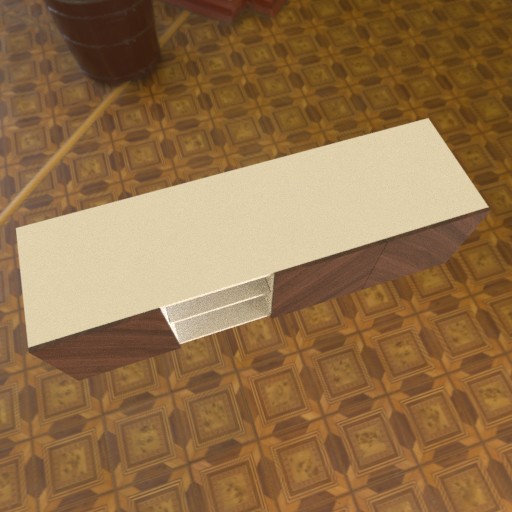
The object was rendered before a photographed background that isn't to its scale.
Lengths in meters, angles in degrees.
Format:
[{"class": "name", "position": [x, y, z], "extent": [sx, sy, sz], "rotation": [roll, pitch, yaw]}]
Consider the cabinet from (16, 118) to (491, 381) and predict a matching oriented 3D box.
[{"class": "cabinet", "position": [0.000, 0.000, 1.690], "extent": [1.499, 0.533, 0.431], "rotation": [-17, 64, -8]}]
